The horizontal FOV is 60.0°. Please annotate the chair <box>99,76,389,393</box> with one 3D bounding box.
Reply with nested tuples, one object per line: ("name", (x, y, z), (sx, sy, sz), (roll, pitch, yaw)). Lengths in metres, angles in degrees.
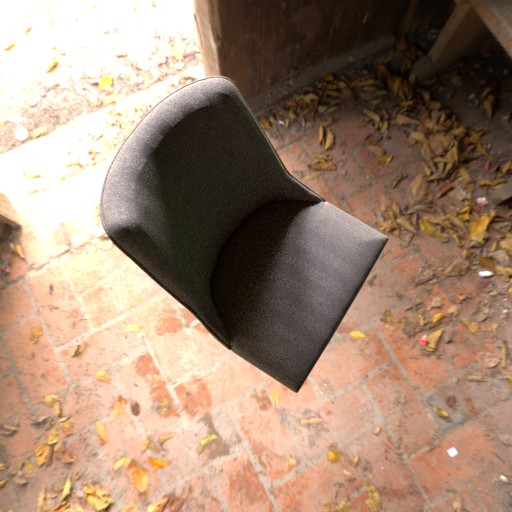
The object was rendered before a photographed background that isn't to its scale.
("chair", (0.000, 0.000, 1.328), (0.636, 0.916, 0.548), (32, 79, 7))
